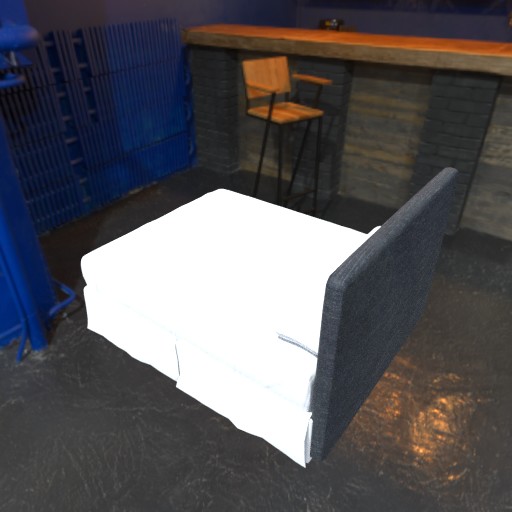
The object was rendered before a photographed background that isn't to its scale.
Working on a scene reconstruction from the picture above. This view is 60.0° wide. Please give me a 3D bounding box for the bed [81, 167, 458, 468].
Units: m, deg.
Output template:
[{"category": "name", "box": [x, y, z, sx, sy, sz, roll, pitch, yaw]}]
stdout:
[{"category": "bed", "box": [0.000, 0.000, 3.241, 2.142, 1.330, 1.723, 22, 38, 31]}]
